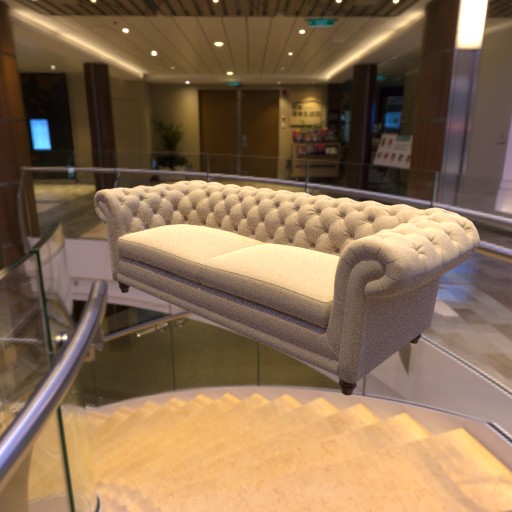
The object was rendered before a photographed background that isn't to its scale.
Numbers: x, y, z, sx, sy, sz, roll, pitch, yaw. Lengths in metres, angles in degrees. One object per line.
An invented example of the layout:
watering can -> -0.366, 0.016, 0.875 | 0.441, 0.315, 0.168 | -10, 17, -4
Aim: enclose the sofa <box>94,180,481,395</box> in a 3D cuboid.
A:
sofa -> 0.000, 0.000, 3.129 | 2.694, 0.847, 1.076 | 15, 21, 41
